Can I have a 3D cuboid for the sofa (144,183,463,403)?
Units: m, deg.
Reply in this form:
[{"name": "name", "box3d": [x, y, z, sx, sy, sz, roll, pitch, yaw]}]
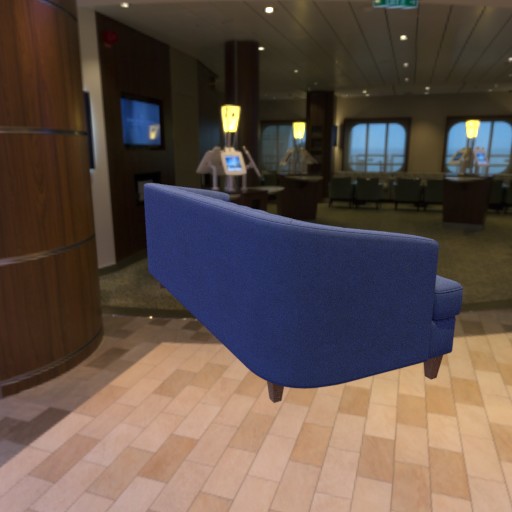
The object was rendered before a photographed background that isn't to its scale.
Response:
[{"name": "sofa", "box3d": [0.000, 0.000, 2.697, 0.914, 0.787, 2.235, -7, 15, -26]}]
